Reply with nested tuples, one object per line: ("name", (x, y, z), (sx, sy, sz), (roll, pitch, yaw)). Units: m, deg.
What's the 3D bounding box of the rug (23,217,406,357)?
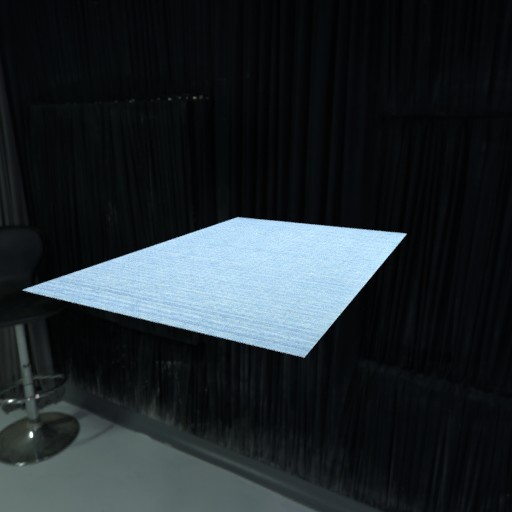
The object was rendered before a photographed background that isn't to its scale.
("rug", (0.000, 0.000, 3.733), (1.982, 0.006, 2.895), (8, 17, 26))
